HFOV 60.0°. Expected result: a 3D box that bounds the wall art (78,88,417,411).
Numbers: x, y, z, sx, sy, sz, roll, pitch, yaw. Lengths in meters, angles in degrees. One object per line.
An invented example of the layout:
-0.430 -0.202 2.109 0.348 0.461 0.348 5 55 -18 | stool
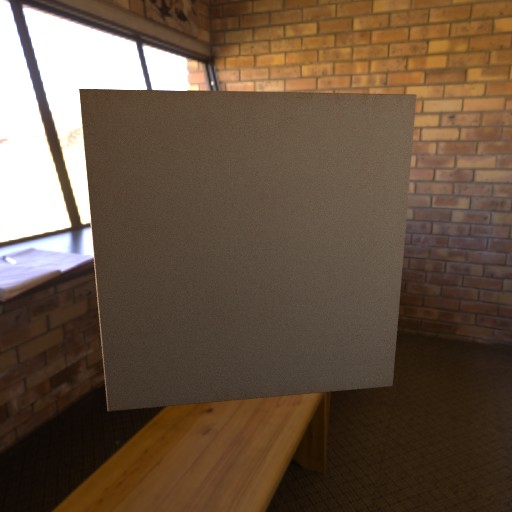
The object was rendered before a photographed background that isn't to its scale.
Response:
0.000 0.000 0.727 0.503 0.506 0.030 -2 14 -9 | wall art
